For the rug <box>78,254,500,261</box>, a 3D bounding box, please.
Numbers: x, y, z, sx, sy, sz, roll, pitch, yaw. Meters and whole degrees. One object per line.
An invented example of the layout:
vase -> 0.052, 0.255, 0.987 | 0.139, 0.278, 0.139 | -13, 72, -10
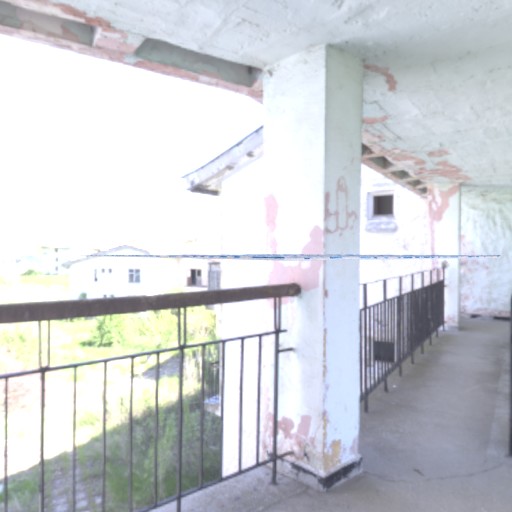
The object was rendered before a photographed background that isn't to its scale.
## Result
rug -> 0.000, 0.000, 2.213 | 1.209, 0.011, 1.830 | 0, 1, -37
